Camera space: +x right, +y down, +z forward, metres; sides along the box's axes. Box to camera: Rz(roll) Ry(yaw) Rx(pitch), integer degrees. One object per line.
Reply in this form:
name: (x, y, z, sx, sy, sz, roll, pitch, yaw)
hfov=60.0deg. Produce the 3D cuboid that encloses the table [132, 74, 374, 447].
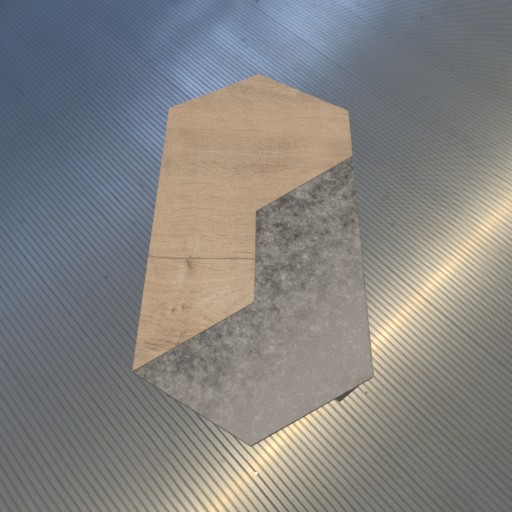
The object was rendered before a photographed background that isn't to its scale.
table: (0.000, 0.000, 1.514, 0.609, 0.457, 1.219, 1, 64, 0)
